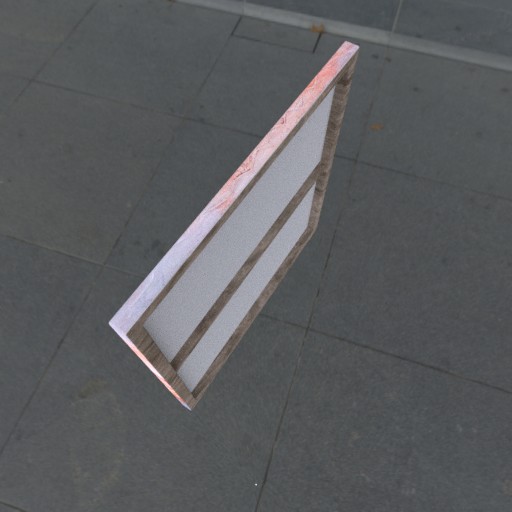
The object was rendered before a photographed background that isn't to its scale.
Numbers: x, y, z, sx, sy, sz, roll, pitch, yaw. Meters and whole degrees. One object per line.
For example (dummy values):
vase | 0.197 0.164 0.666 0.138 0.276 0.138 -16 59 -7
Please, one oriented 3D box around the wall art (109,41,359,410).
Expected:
wall art | 0.000 0.000 1.122 0.035 0.747 0.747 30 67 15
